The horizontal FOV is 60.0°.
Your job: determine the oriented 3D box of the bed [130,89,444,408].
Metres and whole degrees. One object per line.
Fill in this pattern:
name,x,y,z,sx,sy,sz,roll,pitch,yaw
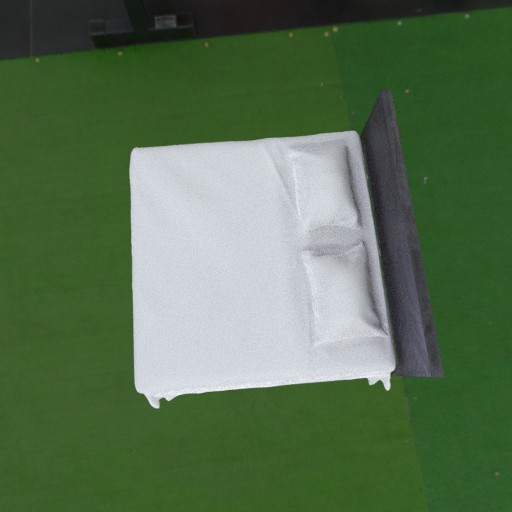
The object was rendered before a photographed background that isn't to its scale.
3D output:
bed,0.000,0.000,3.480,2.165,1.158,2.255,-5,76,-1
